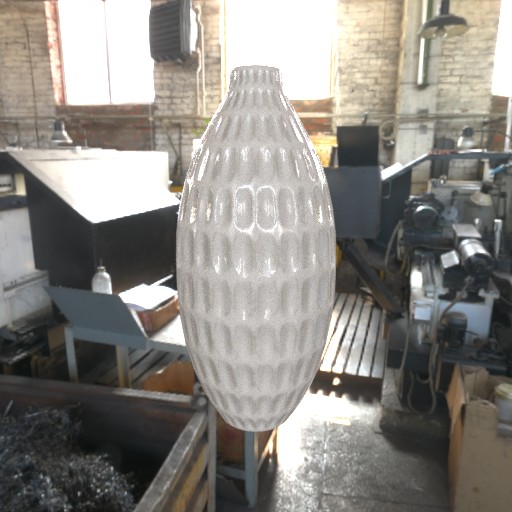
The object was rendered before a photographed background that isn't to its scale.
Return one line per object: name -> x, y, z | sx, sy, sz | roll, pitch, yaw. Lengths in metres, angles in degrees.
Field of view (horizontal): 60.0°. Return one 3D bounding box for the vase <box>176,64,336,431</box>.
vase -> 0.000, 0.000, 0.357 | 0.127, 0.282, 0.127 | 0, 14, 0
